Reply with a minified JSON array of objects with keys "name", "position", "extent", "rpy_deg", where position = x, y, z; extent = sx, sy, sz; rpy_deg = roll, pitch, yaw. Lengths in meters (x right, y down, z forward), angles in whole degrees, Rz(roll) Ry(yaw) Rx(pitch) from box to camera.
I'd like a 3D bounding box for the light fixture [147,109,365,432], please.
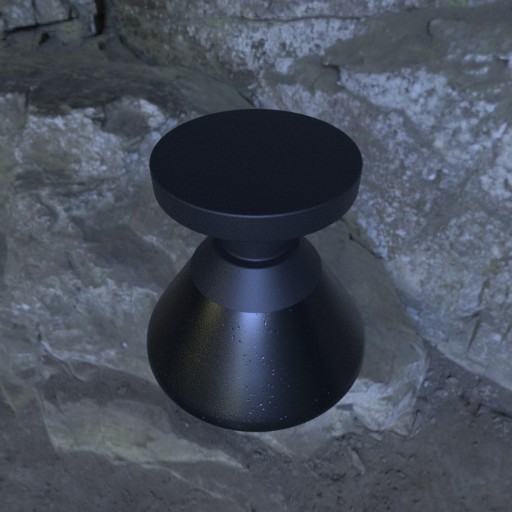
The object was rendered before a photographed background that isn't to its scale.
[{"name":"light fixture","position":[0.000,0.000,0.353],"extent":[0.200,0.183,0.200],"rpy_deg":[0,42,0]}]
